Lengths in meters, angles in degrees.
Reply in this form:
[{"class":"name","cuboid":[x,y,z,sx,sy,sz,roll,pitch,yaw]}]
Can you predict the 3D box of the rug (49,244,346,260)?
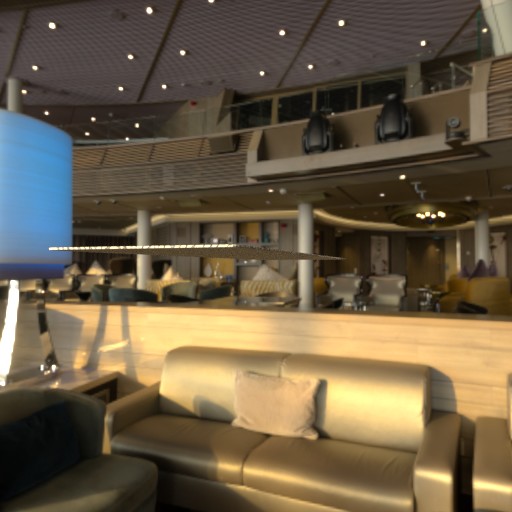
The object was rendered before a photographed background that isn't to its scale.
[{"class":"rug","cuboid":[0.000,0.000,2.431,0.686,0.008,2.286,0,-1,19]}]
